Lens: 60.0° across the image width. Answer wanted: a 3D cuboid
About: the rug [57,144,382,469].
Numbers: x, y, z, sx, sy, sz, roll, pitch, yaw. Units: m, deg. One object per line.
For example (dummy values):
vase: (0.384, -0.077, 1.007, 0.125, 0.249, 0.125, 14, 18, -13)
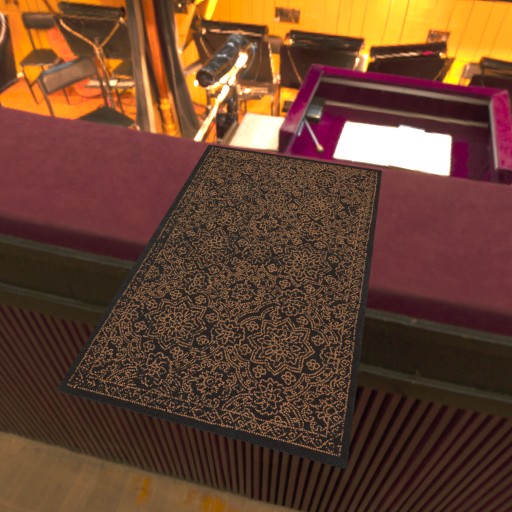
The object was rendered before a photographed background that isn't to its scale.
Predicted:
rug: (0.000, 0.000, 3.015, 1.526, 0.015, 2.441, 11, 47, 10)
